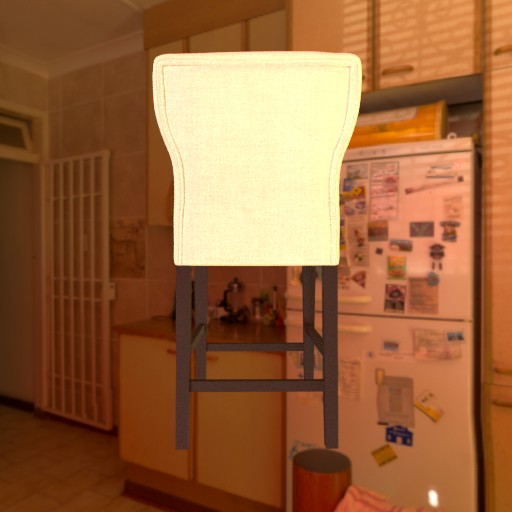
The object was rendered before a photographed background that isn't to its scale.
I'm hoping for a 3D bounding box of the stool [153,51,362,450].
[{"bbox_3d":[0.000,0.000,1.330,0.514,0.972,0.603,0,1,-1],"label":"stool"}]
